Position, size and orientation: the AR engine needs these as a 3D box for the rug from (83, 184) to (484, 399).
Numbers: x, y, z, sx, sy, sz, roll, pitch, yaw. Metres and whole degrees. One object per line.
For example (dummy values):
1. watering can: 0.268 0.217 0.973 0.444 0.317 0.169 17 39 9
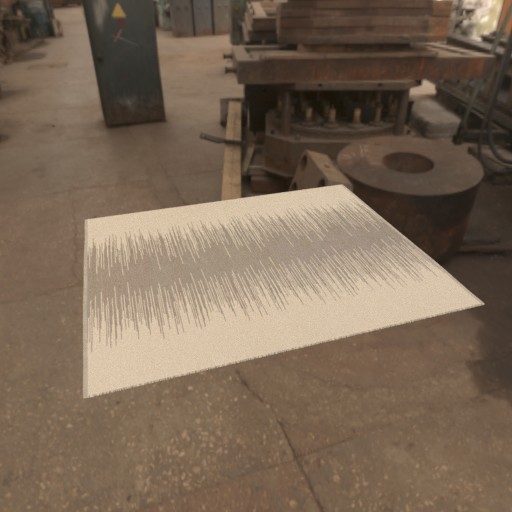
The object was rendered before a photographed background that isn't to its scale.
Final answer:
1. rug: 0.000 0.000 4.098 3.037 0.010 2.453 -10 34 -15
